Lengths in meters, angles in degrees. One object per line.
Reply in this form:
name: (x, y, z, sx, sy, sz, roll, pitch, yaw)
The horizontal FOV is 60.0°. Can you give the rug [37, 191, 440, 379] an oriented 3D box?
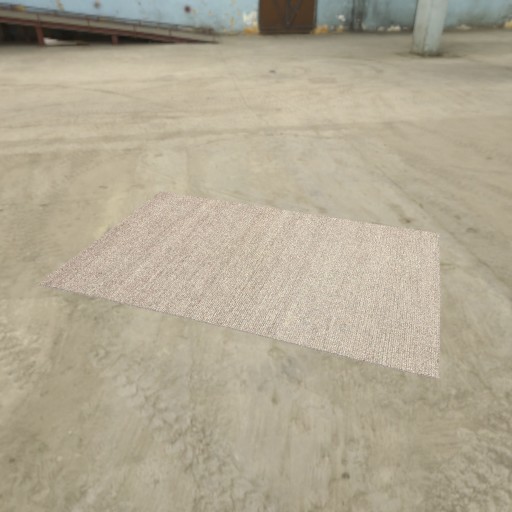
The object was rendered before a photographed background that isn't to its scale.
rug: (0.000, 0.000, 2.287, 1.792, 0.021, 1.154, 10, 33, 17)
